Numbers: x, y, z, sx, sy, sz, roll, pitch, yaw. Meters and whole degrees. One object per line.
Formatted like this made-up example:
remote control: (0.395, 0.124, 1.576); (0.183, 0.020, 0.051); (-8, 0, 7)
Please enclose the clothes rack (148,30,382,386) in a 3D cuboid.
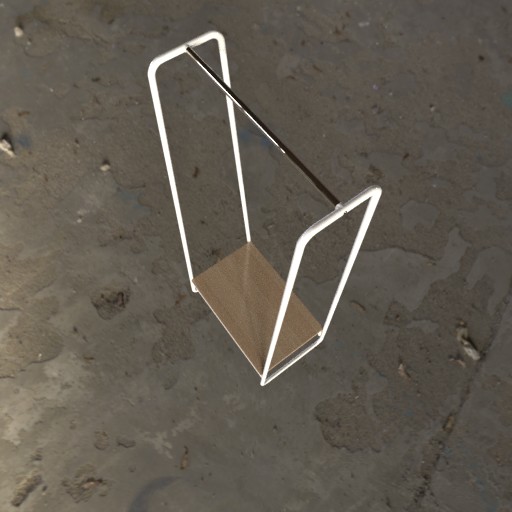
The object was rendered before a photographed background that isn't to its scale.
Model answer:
clothes rack: (0.000, 0.000, 1.717); (0.400, 1.500, 0.640); (-34, 69, -15)
